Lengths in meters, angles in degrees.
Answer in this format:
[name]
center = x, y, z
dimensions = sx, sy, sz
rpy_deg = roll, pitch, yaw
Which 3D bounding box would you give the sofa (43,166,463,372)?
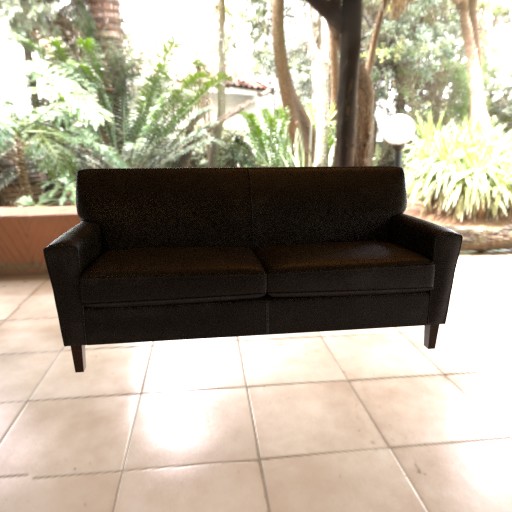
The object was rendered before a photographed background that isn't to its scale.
[sofa]
center = 0.000, 0.000, 2.524
dimensions = 2.053, 0.947, 0.805
rpy_deg = -2, 15, -8
